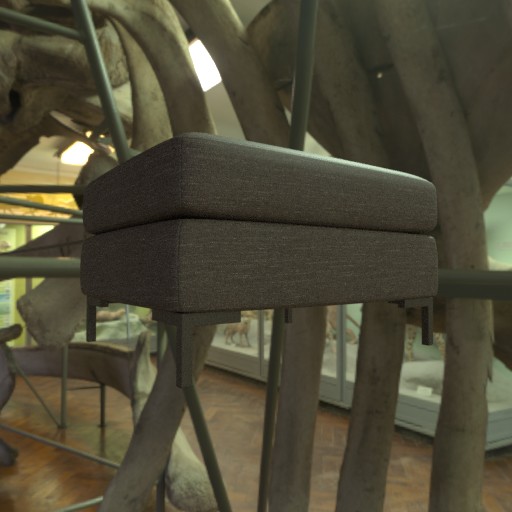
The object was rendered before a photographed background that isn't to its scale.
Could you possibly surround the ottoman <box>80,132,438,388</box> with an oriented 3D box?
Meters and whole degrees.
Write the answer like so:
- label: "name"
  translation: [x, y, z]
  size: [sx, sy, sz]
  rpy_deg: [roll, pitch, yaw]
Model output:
- label: "ottoman"
  translation: [0.000, 0.000, 1.256]
  size: [0.820, 0.490, 0.671]
  rpy_deg: [1, -2, -36]
